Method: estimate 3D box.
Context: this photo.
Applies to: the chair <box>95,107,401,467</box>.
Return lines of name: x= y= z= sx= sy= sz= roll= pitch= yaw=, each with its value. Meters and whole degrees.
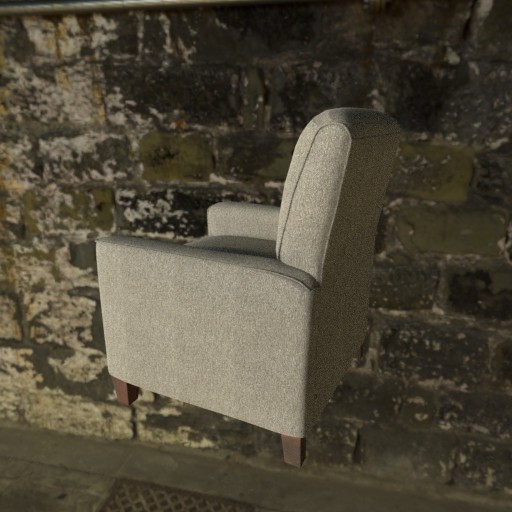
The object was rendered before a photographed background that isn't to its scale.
chair: x=0.000 y=0.000 z=1.640 sx=0.858 sy=1.028 sz=0.841 roll=8 pitch=19 yaw=26
